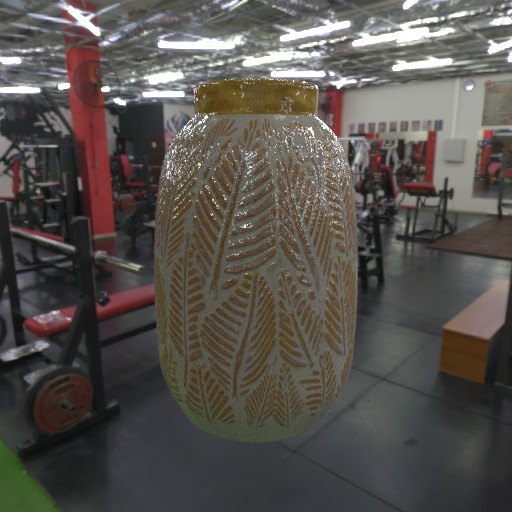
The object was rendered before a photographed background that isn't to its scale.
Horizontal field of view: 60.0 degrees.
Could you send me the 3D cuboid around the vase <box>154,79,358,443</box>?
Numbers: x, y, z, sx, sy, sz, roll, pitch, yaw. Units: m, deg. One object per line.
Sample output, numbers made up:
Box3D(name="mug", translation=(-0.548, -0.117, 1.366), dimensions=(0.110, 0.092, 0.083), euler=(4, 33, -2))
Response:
Box3D(name="vase", translation=(0.000, 0.000, 0.377), dimensions=(0.172, 0.270, 0.172), euler=(0, 14, 0))
